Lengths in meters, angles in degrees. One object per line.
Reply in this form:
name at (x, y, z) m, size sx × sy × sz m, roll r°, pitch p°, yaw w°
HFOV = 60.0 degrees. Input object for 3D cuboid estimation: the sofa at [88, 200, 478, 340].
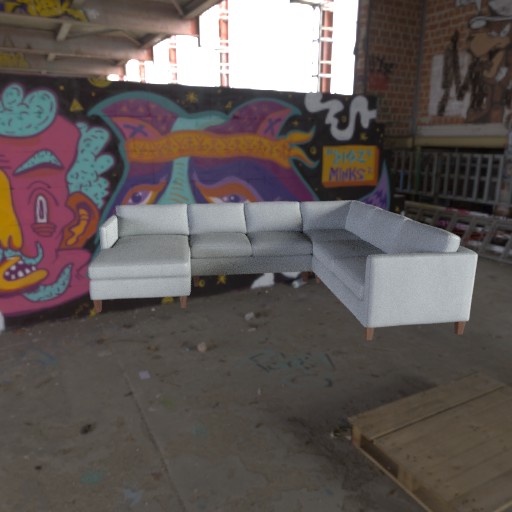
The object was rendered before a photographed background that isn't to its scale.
sofa at (0.000, 0.000, 4.541) m, size 3.238 × 0.853 × 2.551 m, roll -2°, pitch 14°, yaw -8°
